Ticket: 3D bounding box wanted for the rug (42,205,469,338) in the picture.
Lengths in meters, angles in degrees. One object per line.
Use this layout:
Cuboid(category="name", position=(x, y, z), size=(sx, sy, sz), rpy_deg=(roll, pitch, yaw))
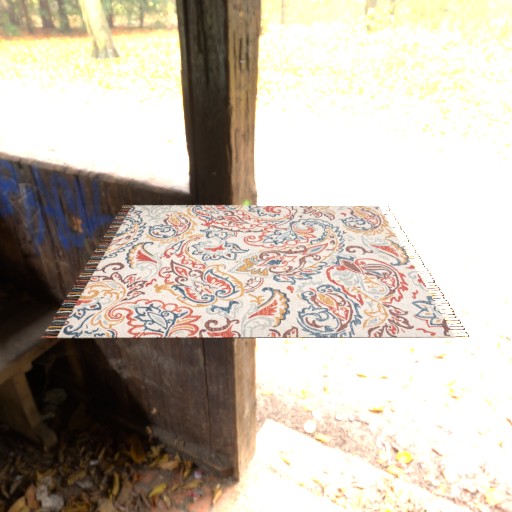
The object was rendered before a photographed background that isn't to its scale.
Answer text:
Cuboid(category="rug", position=(0.000, 0.000, 4.427), size=(3.274, 0.015, 2.439), rpy_deg=(0, 31, 0))
